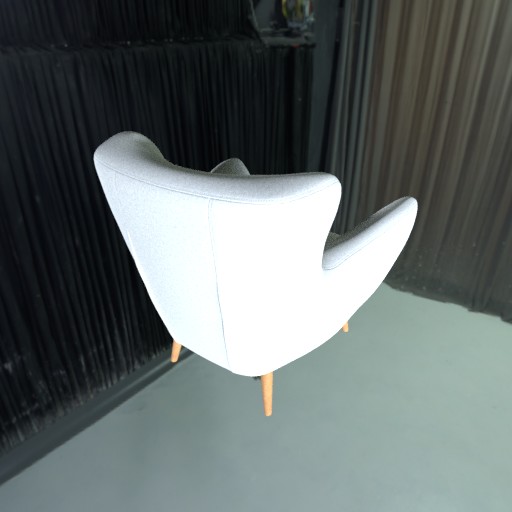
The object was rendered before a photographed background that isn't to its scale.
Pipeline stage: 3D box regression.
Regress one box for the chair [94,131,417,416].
[{"bbox_3d":[0.000,0.000,1.625,0.890,0.889,0.889,19,35,31],"label":"chair"}]
